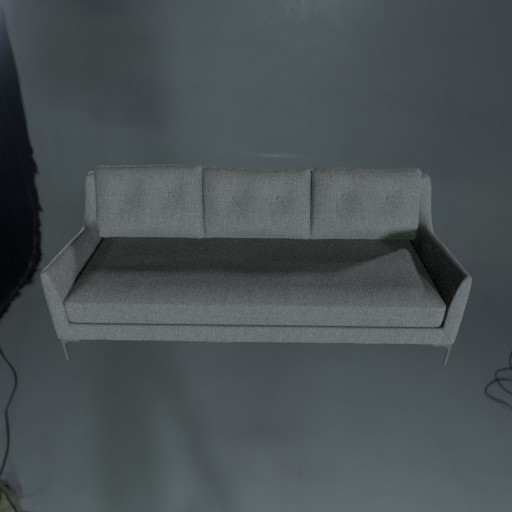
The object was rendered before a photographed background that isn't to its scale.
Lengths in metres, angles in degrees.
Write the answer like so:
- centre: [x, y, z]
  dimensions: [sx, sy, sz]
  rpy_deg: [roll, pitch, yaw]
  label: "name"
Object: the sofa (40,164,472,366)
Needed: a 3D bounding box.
- centre: [0.000, 0.000, 2.482]
  dimensions: [2.060, 0.837, 0.849]
  rpy_deg: [1, 31, 1]
  label: "sofa"
